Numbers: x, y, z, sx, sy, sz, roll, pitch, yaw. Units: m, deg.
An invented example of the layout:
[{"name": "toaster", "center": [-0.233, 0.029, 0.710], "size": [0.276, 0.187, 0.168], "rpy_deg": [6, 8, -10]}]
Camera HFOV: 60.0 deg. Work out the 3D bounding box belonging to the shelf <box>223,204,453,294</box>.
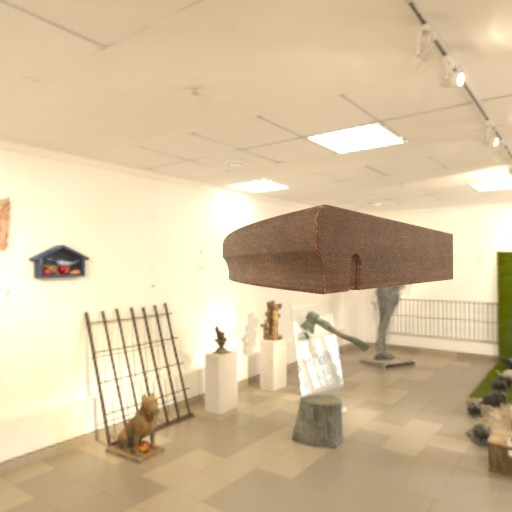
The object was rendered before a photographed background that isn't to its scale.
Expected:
[{"name": "shelf", "center": [0.000, 0.000, 0.452], "size": [0.310, 0.050, 0.310], "rpy_deg": [-1, -1, 36]}]
